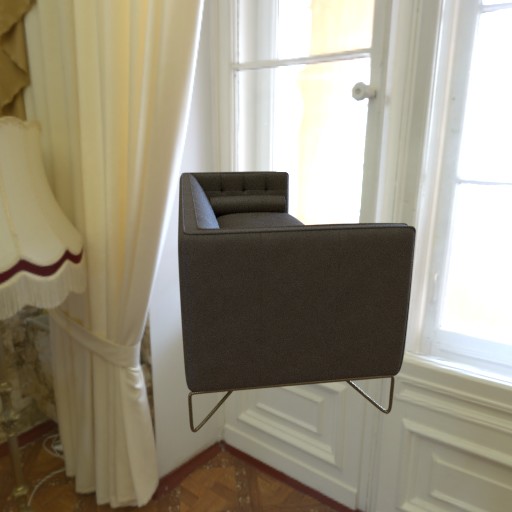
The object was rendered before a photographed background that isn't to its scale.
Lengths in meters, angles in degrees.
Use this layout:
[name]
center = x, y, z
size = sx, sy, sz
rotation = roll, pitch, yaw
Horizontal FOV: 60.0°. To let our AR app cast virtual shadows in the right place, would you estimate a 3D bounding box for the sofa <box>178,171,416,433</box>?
[sofa]
center = 0.000, 0.000, 2.601
size = 0.867, 0.789, 2.087
rotation = -3, 16, -9
